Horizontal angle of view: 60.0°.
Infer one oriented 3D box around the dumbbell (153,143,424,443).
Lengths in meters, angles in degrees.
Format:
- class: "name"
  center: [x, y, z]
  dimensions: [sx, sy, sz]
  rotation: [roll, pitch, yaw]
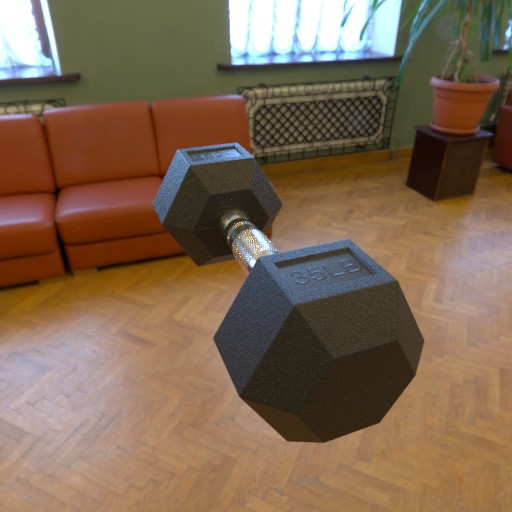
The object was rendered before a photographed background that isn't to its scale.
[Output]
- class: "dumbbell"
  center: [0.000, 0.000, 0.418]
  dimensions: [0.141, 0.123, 0.356]
  rotation: [-11, 33, -18]
